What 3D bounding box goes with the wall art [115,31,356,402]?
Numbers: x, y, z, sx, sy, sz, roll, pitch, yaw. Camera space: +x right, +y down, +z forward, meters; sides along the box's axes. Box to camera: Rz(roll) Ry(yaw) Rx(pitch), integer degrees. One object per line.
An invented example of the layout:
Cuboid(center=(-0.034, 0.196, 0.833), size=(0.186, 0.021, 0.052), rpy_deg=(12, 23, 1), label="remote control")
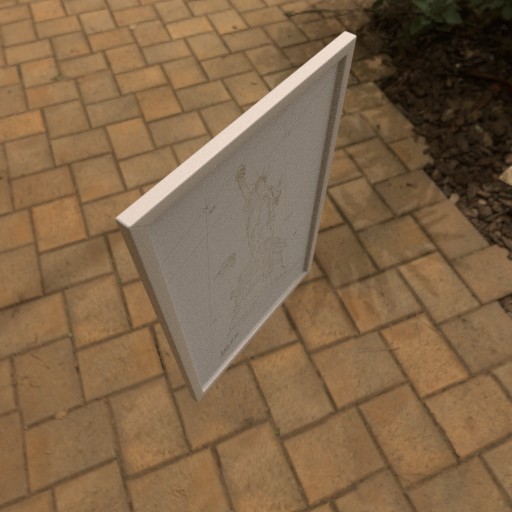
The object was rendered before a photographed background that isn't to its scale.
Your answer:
Cuboid(center=(0.000, 0.000, 1.025), size=(0.026, 0.813, 0.556), rpy_deg=(34, 63, 20), label="wall art")
